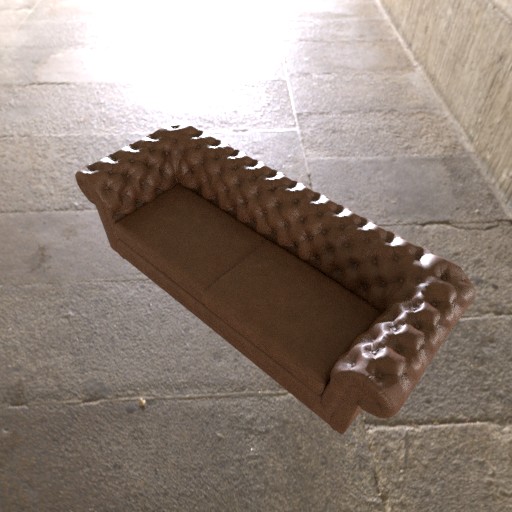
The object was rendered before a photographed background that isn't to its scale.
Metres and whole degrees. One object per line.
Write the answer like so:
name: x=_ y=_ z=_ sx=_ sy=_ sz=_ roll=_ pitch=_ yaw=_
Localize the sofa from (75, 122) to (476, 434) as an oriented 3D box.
sofa: x=0.000 y=0.000 z=2.810 sx=2.385 sy=0.783 sz=0.944 roll=34 pitch=56 yaw=27
